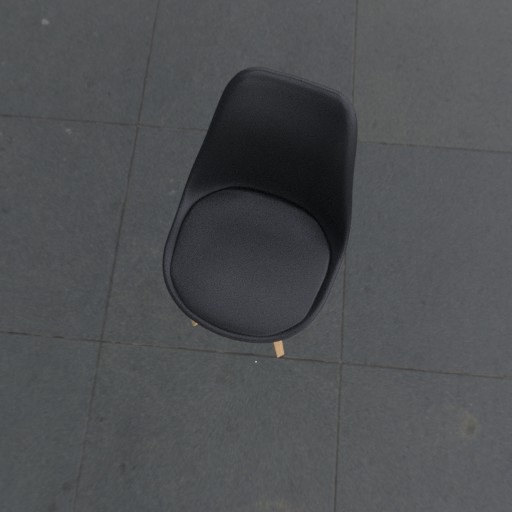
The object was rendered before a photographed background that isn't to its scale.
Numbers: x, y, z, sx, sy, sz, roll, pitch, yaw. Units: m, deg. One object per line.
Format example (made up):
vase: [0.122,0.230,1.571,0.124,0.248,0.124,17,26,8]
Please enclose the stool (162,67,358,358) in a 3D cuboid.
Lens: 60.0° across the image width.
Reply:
stool: [0.000,0.000,1.407,0.485,1.115,0.550,20,77,5]
